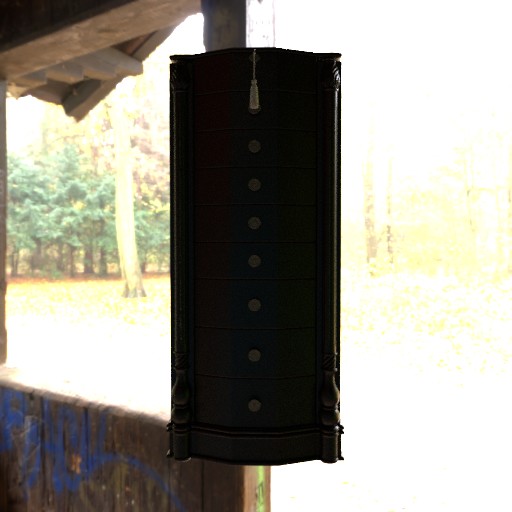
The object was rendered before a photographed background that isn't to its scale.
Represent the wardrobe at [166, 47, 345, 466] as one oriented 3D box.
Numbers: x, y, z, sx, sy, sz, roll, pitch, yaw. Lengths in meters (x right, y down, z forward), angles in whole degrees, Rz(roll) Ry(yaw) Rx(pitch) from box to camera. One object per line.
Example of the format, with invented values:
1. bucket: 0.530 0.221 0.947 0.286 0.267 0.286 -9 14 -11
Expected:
1. wardrobe: 0.000 0.000 1.177 0.444 1.011 0.295 0 1 2
